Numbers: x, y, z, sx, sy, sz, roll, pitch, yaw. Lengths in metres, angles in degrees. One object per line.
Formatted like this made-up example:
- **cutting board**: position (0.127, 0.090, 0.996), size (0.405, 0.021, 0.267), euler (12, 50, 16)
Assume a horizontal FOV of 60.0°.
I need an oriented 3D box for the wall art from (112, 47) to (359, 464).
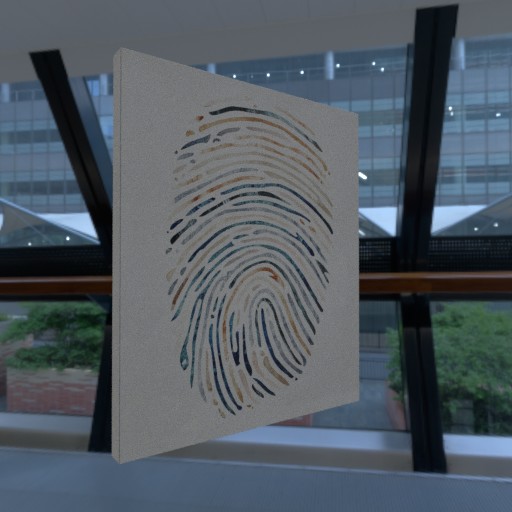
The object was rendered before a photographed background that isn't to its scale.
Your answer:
- **wall art**: position (0.000, 0.000, 0.804), size (0.508, 0.606, 0.037), euler (1, -1, -35)
